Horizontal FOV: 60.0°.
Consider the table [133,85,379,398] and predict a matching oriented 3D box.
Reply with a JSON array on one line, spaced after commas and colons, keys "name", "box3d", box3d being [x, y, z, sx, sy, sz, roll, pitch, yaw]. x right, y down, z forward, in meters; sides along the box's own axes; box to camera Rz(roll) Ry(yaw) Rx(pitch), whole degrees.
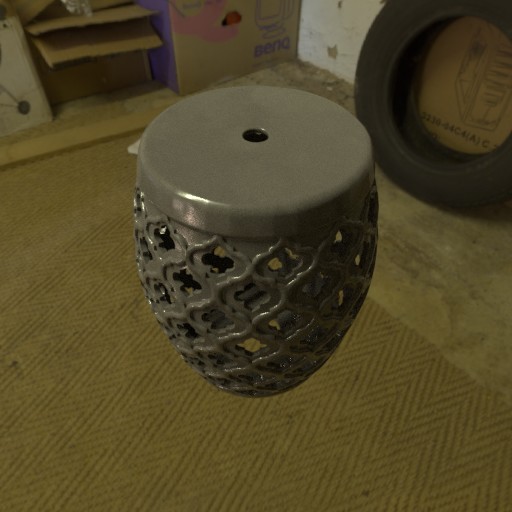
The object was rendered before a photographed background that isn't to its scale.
[{"name": "table", "box3d": [0.000, 0.000, 0.633, 0.325, 0.388, 0.325, 0, 46, 0]}]
